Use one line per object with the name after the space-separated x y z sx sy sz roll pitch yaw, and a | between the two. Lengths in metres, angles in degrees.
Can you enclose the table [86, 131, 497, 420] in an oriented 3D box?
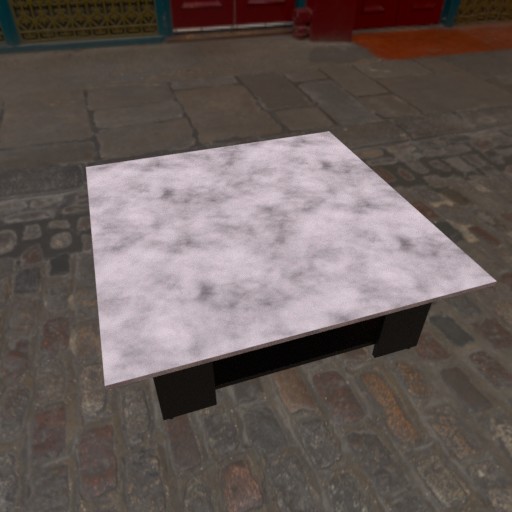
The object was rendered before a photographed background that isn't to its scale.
0.000 0.000 1.350 0.890 0.305 0.890 -12 41 -14 | table
